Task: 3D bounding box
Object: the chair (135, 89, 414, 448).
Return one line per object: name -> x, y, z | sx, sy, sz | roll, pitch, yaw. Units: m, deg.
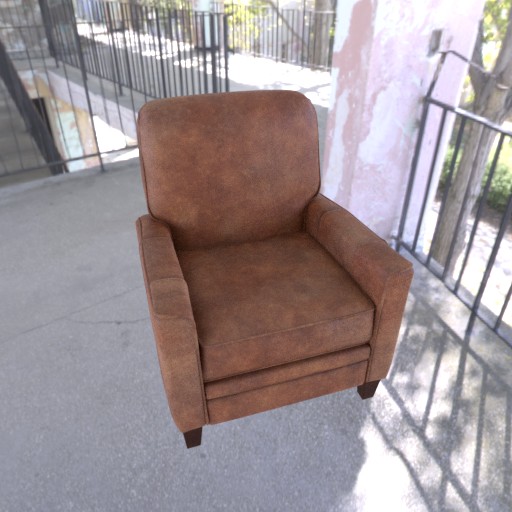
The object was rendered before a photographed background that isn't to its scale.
chair -> 0.000, 0.000, 1.686 | 0.843, 1.043, 0.836 | -10, 34, -15
